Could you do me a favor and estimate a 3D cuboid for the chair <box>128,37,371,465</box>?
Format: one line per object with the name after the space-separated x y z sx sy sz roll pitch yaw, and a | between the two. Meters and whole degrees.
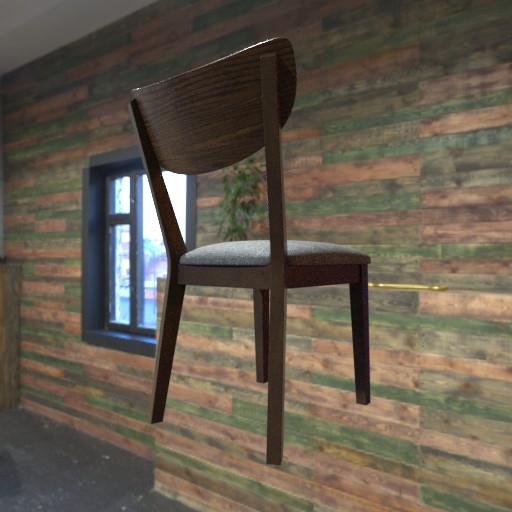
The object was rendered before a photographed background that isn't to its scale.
0.000 0.000 1.172 0.491 0.849 0.583 0 0 37 | chair
